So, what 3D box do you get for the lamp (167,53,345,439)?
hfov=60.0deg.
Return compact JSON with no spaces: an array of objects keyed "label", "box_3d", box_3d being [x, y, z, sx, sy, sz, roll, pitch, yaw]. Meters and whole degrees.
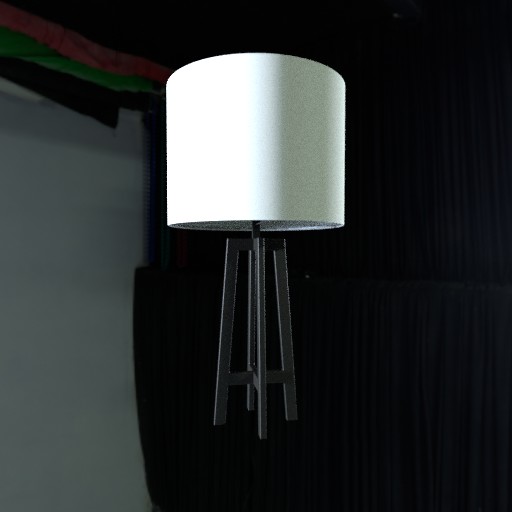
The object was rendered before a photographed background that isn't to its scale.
[{"label":"lamp","box_3d":[0.000,0.000,0.654,0.257,0.489,0.257,0,1,36]}]
